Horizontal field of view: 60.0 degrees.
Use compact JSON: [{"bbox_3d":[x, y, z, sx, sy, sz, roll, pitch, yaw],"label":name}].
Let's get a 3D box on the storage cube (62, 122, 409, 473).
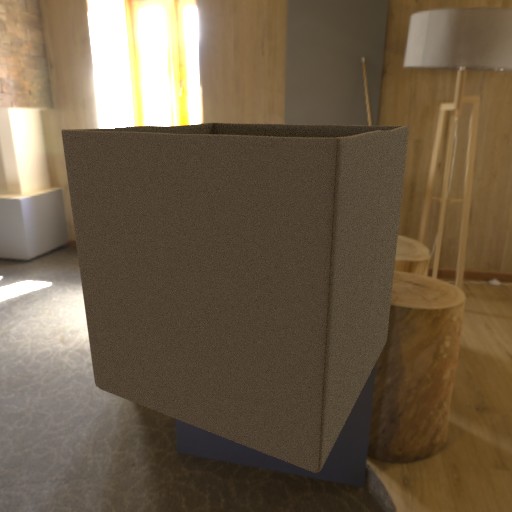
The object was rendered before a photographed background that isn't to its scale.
[{"bbox_3d":[0.000,0.000,0.501,0.270,0.280,0.270,10,21,27],"label":"storage cube"}]
